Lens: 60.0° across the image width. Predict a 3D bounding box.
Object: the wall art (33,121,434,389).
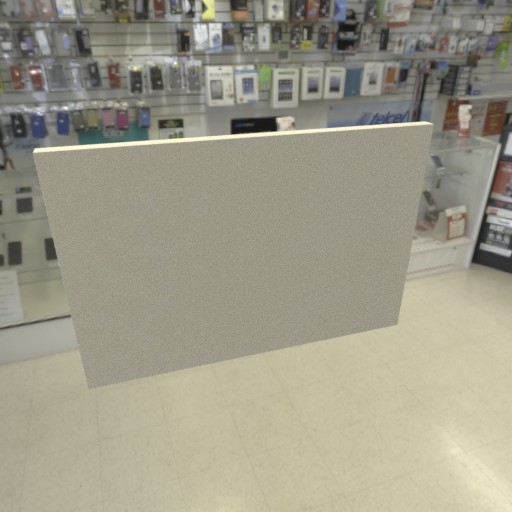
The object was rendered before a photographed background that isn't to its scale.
[{"bbox_3d":[0.000,0.000,1.113,0.898,0.601,0.038,-8,29,-15],"label":"wall art"}]
